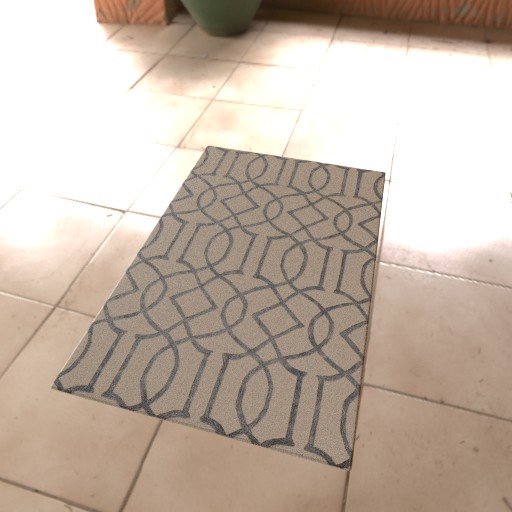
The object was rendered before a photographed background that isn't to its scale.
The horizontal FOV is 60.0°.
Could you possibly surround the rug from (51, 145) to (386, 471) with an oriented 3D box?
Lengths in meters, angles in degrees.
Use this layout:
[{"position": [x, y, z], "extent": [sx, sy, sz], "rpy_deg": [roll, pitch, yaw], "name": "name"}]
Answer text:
[{"position": [0.000, 0.000, 2.903], "extent": [1.521, 0.017, 2.365], "rpy_deg": [11, 47, 11], "name": "rug"}]
